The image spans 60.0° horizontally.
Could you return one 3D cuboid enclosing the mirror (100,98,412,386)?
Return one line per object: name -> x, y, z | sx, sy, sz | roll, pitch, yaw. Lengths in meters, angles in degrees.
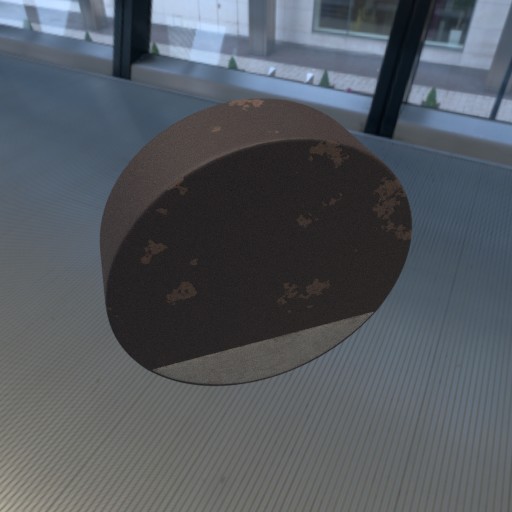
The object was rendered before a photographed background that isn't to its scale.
mirror -> 0.000, 0.000, 0.586 | 0.386, 0.386, 0.126 | -12, 42, -14
